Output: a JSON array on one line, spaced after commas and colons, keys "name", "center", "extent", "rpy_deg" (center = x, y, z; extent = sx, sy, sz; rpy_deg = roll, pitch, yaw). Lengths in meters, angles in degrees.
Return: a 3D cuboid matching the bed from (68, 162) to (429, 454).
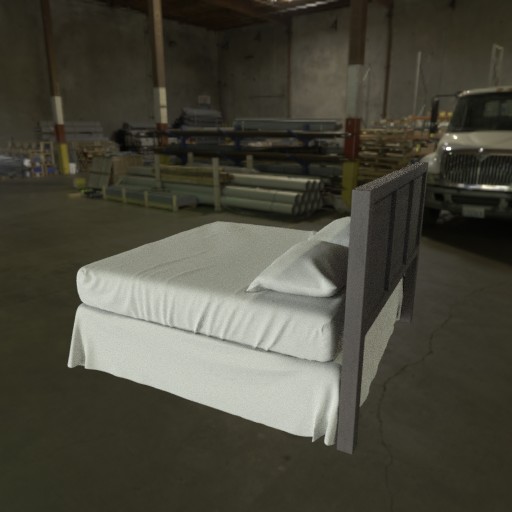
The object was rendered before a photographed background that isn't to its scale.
[{"name": "bed", "center": [0.000, 0.000, 2.847], "extent": [1.785, 1.142, 1.772], "rpy_deg": [8, 18, 26]}]
